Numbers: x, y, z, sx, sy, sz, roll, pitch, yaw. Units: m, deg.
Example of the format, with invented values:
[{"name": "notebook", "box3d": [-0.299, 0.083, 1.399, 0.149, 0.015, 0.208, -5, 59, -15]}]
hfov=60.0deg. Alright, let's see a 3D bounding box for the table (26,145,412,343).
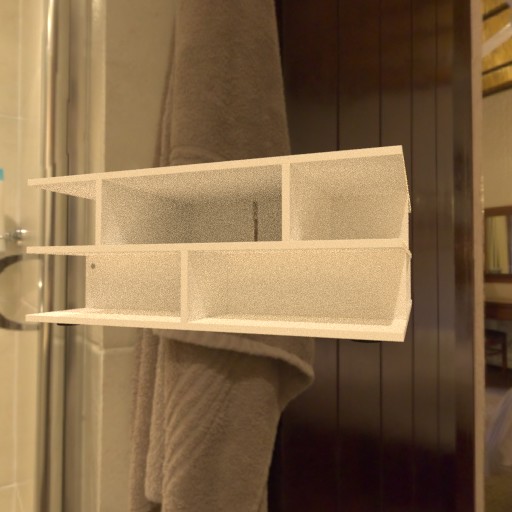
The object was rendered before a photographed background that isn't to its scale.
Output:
[{"name": "table", "box3d": [0.000, 0.000, 1.075, 0.700, 0.289, 0.700, -1, -2, 20]}]
